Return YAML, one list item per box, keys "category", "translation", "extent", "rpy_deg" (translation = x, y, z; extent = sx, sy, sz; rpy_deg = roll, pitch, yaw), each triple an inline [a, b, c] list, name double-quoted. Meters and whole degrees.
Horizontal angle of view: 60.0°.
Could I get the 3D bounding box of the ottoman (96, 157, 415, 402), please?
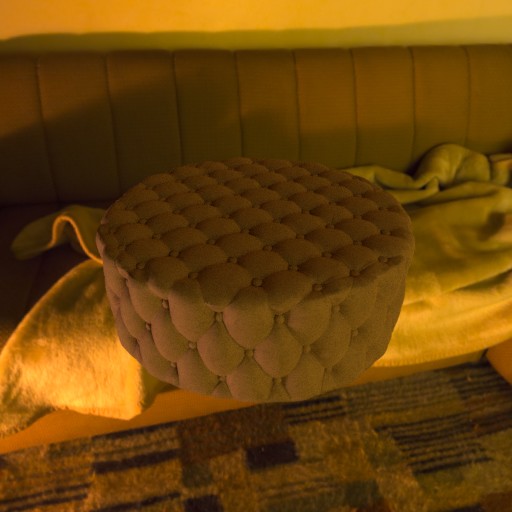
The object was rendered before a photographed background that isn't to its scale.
- category: "ottoman"
  translation: [0.000, 0.000, 1.509]
  extent: [0.998, 0.399, 0.998]
  rpy_deg: [0, 32, 0]
